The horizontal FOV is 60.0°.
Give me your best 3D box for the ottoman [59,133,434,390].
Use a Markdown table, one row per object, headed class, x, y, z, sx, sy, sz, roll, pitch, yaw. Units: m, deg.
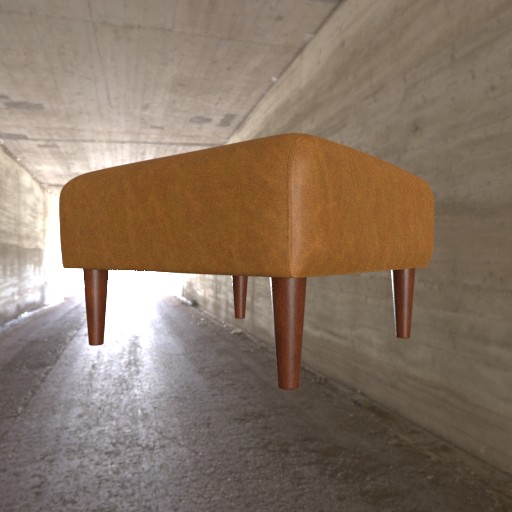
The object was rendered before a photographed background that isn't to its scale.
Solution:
| class | x | y | z | sx | sy | sz | roll | pitch | yaw |
| --- | --- | --- | --- | --- | --- | --- | --- | --- | --- |
| ottoman | 0.000 | 0.000 | 1.039 | 0.650 | 0.399 | 0.650 | 0 | 1 | 38 |
